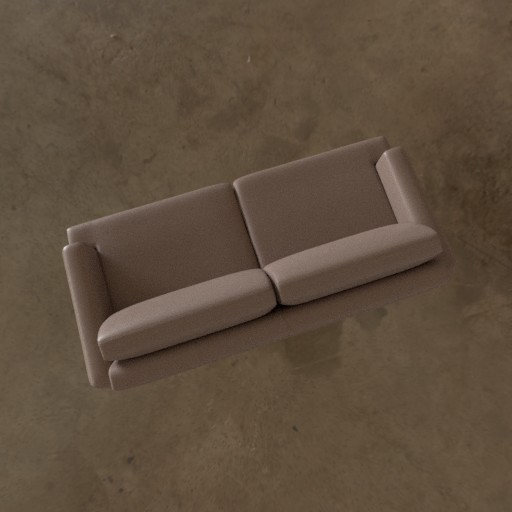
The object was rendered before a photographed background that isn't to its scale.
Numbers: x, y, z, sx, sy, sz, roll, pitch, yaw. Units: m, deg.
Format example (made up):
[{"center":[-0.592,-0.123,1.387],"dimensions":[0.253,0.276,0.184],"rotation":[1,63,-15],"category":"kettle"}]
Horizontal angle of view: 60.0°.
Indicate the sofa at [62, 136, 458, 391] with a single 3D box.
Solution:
[{"center":[0.000,0.000,2.417],"dimensions":[1.940,0.765,0.974],"rotation":[-17,75,-5],"category":"sofa"}]
